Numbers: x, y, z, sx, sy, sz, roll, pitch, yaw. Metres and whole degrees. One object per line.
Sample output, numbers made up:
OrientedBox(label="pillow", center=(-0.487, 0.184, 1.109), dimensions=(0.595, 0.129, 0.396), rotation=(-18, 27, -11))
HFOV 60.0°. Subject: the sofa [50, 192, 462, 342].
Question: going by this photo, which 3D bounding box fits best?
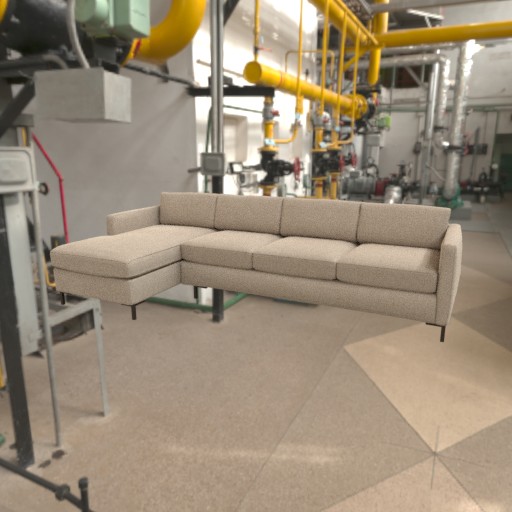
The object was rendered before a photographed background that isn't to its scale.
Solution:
OrientedBox(label="sofa", center=(0.000, 0.000, 3.486), dimensions=(2.923, 0.816, 1.469), rotation=(7, 15, 25))
